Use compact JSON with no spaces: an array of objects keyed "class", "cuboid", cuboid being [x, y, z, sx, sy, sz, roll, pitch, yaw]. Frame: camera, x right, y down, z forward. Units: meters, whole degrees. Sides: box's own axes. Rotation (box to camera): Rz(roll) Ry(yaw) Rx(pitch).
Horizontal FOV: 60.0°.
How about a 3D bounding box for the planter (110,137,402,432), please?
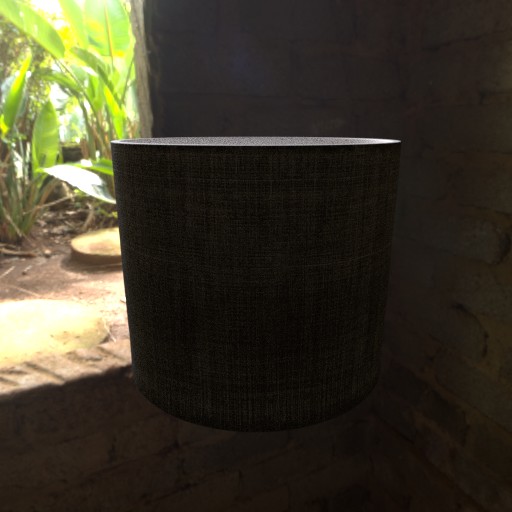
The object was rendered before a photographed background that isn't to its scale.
[{"class":"planter","cuboid":[0.000,0.000,0.436,0.254,0.221,0.254,0,16,0]}]
